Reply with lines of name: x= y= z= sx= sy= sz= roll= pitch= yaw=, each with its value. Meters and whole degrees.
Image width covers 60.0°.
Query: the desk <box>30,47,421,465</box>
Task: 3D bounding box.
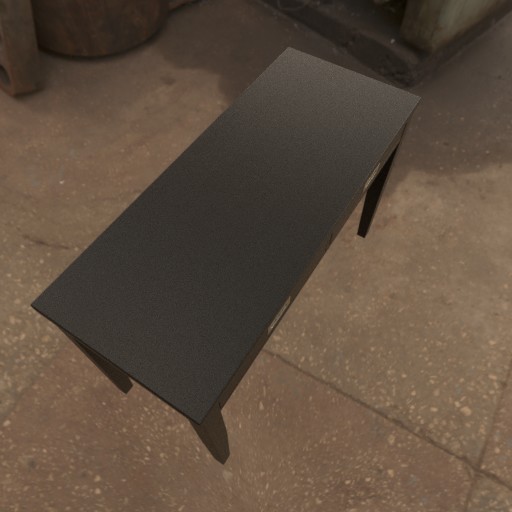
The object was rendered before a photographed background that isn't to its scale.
desk: x=0.000 y=0.000 z=1.589 sx=0.508 sy=0.775 sz=1.220 roll=29 pitch=63 yaw=16
